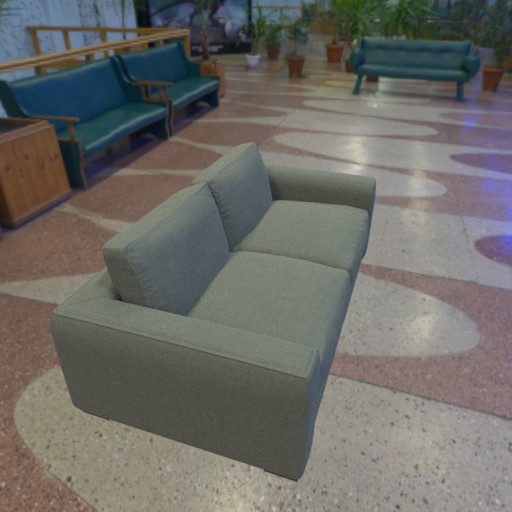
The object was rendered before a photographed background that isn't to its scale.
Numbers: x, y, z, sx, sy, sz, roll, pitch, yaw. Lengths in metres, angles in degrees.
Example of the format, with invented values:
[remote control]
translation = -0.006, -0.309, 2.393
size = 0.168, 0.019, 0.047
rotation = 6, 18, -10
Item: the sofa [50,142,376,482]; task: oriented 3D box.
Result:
[sofa]
translation = 0.000, 0.000, 2.393
size = 1.069, 0.800, 1.920
rotation = 10, 32, 17
